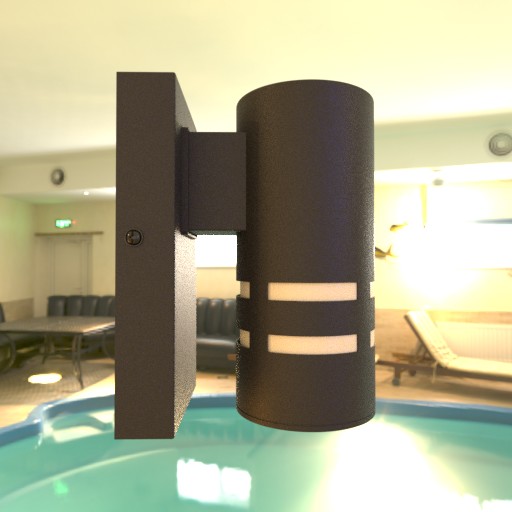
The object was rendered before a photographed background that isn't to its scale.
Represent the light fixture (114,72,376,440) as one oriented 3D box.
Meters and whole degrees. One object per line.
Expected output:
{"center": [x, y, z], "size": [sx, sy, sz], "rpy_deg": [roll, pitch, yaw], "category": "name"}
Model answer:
{"center": [0.000, 0.000, 0.262], "size": [0.138, 0.179, 0.098], "rpy_deg": [0, -1, -1], "category": "light fixture"}
